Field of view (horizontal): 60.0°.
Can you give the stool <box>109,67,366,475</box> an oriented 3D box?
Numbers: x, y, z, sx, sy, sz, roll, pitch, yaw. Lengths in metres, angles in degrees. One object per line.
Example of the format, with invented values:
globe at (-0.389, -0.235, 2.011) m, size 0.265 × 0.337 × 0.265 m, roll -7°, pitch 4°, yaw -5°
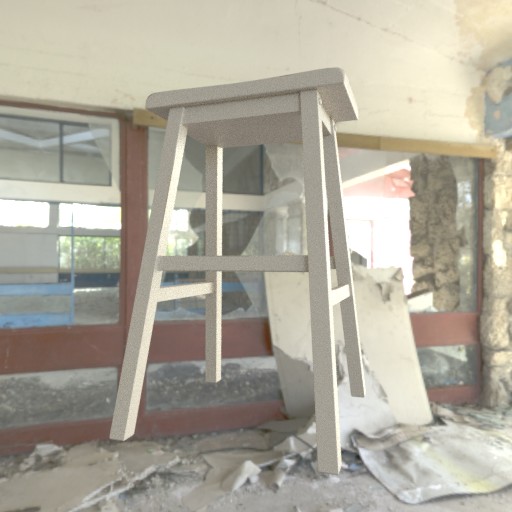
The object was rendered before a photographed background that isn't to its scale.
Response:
stool at (0.000, 0.000, 1.041) m, size 0.457 × 0.737 × 0.476 m, roll 0°, pitch -1°, yaw 19°
